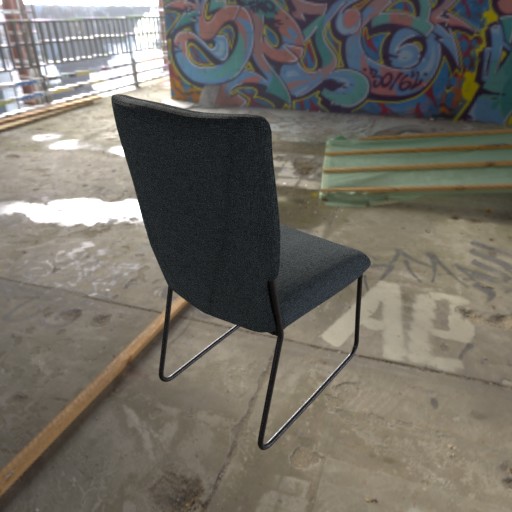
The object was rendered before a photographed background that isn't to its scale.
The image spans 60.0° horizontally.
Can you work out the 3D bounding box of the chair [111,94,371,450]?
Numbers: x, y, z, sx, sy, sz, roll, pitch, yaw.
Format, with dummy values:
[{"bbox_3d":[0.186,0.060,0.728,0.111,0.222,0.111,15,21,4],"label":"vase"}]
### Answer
[{"bbox_3d":[0.000,0.000,1.290,0.480,0.931,0.635,22,36,33],"label":"chair"}]
